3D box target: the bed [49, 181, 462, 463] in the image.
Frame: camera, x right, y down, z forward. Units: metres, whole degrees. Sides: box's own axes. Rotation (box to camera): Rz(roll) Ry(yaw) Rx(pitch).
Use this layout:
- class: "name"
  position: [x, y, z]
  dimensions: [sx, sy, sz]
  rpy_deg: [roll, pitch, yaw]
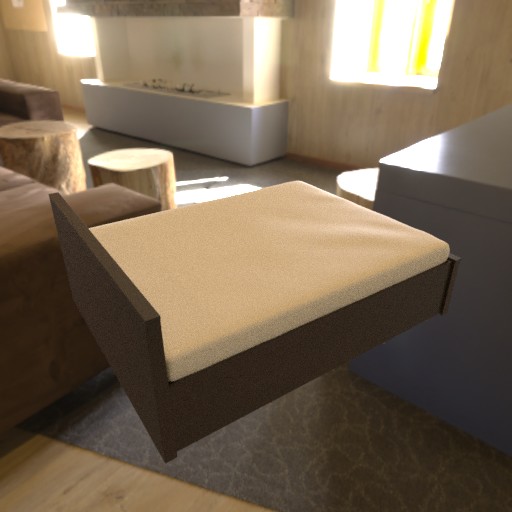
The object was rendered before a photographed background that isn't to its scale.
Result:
- class: "bed"
  position: [0.000, 0.000, 2.952]
  dimensions: [2.103, 0.808, 1.634]
  rpy_deg: [-18, 33, -30]
